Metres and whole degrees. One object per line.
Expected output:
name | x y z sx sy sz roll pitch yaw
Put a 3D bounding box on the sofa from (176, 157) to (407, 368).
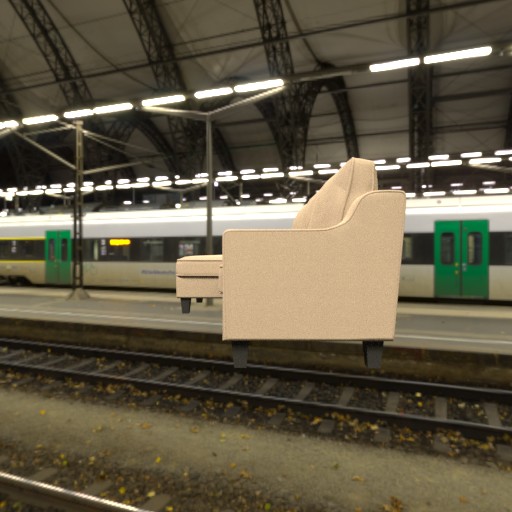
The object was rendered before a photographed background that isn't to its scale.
sofa | 0.000 0.000 3.108 1.294 0.928 2.561 0 1 1
